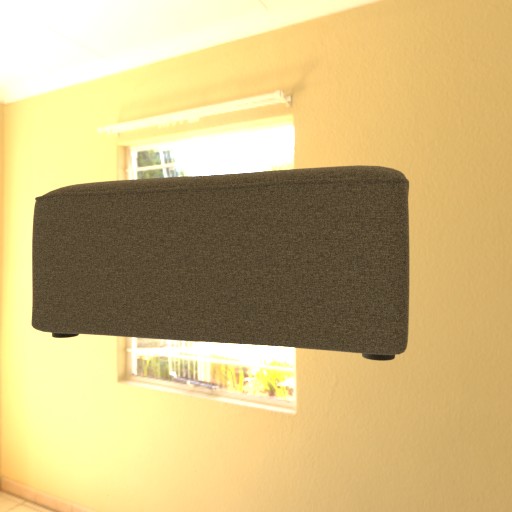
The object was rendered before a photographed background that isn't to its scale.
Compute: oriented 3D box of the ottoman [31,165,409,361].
[{"bbox_3d":[0.000,0.000,1.550,1.005,0.464,1.015,0,0,18],"label":"ottoman"}]
